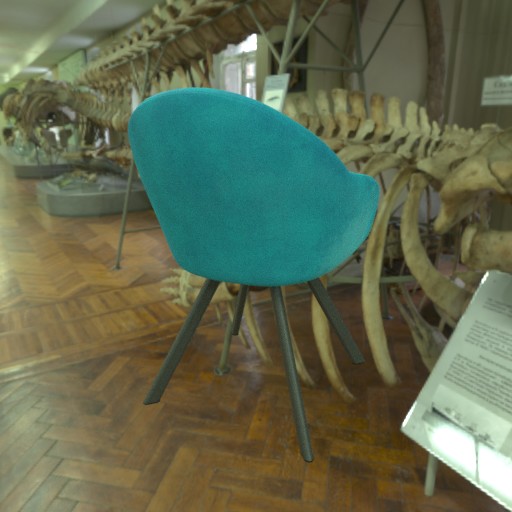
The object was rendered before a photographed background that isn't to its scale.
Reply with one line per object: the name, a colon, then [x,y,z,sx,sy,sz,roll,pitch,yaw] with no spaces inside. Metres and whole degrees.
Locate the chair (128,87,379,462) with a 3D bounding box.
chair: [0.000,0.000,1.160,0.550,0.795,0.590,8,19,26]
